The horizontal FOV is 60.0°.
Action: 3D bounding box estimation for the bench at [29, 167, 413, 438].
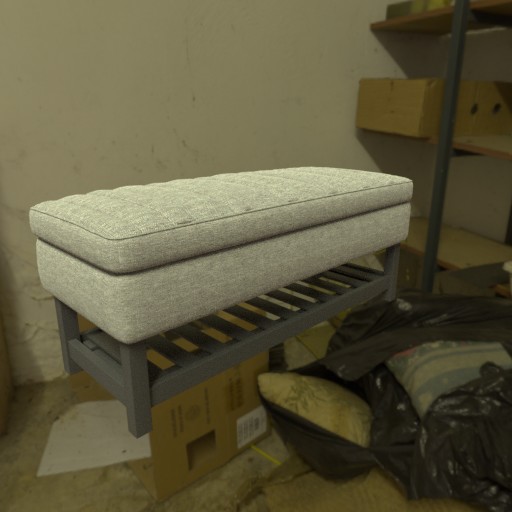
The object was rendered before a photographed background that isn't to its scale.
[{"bbox_3d":[0.000,0.000,1.302,1.100,0.470,0.429,-16,23,-42],"label":"bench"}]
